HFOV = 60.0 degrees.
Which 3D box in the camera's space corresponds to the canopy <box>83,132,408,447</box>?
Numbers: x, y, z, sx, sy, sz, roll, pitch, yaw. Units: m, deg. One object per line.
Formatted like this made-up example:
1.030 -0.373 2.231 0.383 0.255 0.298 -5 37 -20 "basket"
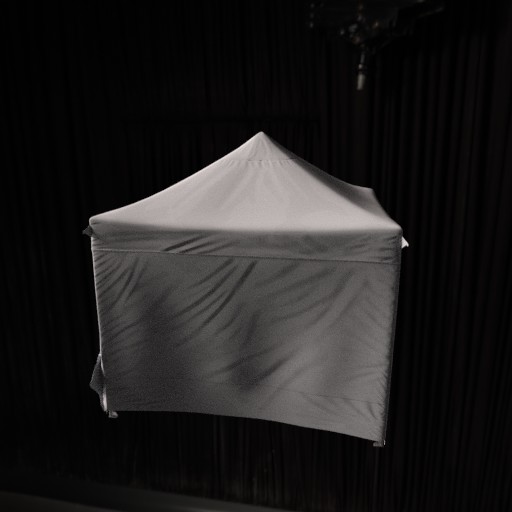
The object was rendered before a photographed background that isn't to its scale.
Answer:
0.000 0.000 5.557 3.121 2.997 3.043 3 15 9 "canopy"
